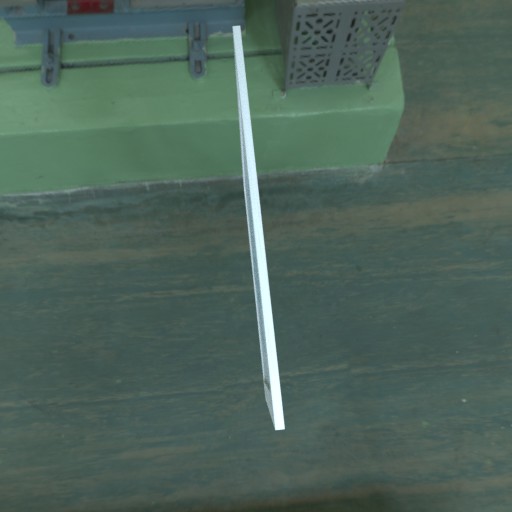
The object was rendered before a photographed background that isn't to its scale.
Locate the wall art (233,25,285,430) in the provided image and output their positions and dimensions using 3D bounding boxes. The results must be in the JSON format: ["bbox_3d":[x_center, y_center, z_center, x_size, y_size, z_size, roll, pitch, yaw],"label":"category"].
[{"bbox_3d":[0.000,0.000,0.890,0.013,0.584,0.584,-6,76,-1],"label":"wall art"}]
